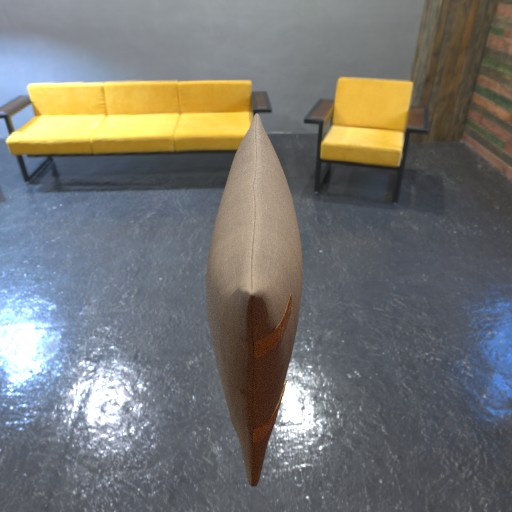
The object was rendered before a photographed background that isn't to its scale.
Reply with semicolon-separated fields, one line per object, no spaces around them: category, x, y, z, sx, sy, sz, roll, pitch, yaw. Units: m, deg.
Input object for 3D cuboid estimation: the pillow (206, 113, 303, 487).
pillow;0.000;0.000;0.737;0.148;0.308;0.612;0;33;0
